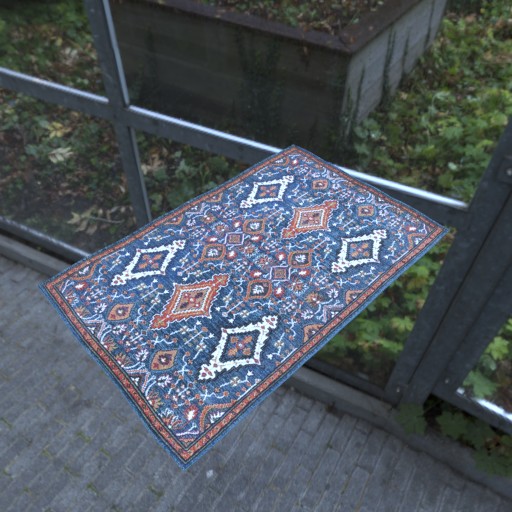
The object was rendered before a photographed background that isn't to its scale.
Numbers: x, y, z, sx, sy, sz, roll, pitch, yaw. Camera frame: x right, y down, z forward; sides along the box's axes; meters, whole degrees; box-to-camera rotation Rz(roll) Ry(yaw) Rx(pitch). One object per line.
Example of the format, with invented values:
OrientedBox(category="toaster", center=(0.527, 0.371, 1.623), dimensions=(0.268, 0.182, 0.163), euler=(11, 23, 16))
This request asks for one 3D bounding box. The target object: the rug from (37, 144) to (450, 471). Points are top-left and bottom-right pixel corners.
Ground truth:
OrientedBox(category="rug", center=(0.000, 0.000, 2.306), dimensions=(1.847, 0.014, 1.195), euler=(-34, 55, -28))
